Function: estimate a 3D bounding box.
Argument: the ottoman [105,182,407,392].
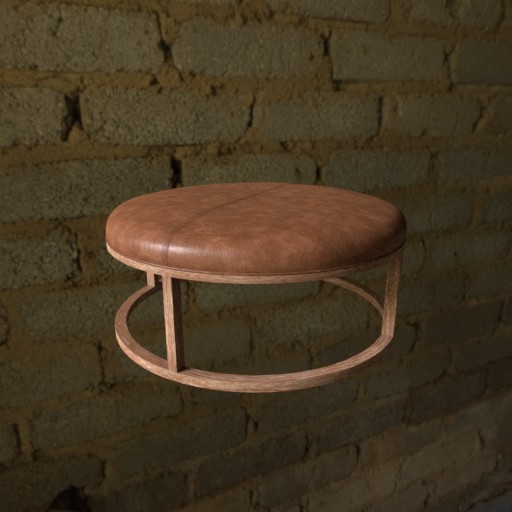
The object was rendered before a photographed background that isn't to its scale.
[{"bbox_3d":[0.000,0.000,1.579,1.006,0.445,1.006,0,17,0],"label":"ottoman"}]
